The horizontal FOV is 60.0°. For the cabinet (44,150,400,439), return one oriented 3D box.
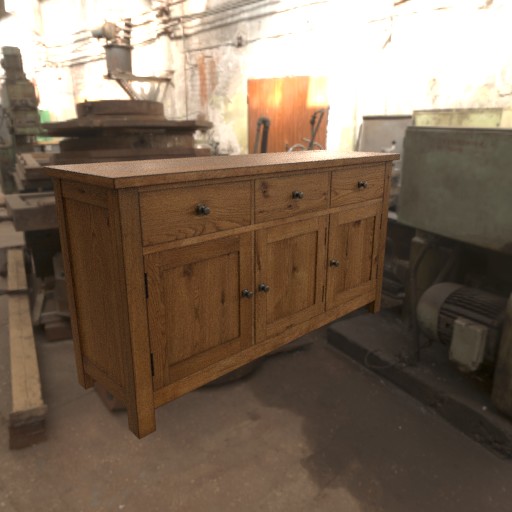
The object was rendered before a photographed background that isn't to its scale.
[{"bbox_3d":[0.000,0.000,1.892,1.474,0.813,0.480,-15,22,-42],"label":"cabinet"}]
